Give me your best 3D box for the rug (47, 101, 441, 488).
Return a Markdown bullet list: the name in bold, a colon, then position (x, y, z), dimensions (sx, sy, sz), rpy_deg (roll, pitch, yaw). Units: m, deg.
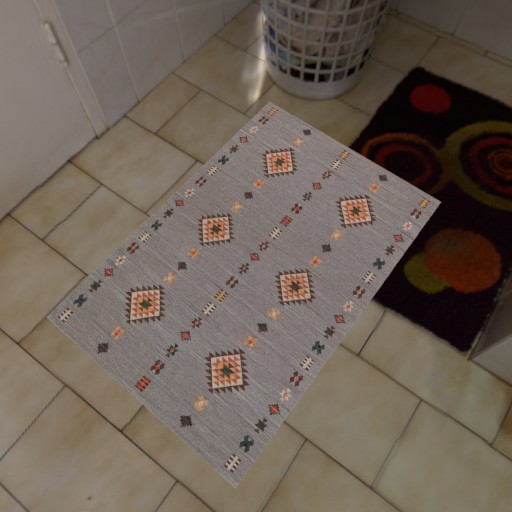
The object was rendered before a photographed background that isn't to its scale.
- **rug**: position (0.000, 0.000, 2.347), dimensions (1.217, 0.005, 1.818), rpy_deg (35, 69, 16)
